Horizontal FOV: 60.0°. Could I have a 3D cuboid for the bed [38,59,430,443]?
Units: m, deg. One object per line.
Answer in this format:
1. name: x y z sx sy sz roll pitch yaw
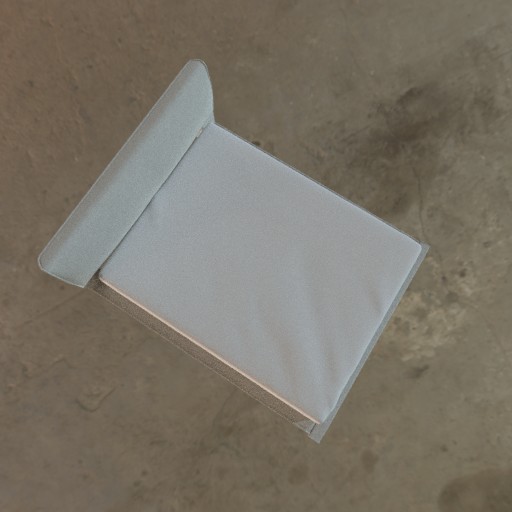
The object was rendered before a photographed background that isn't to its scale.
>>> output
1. bed: 0.000 0.000 3.646 2.498 1.126 1.980 32 79 7
